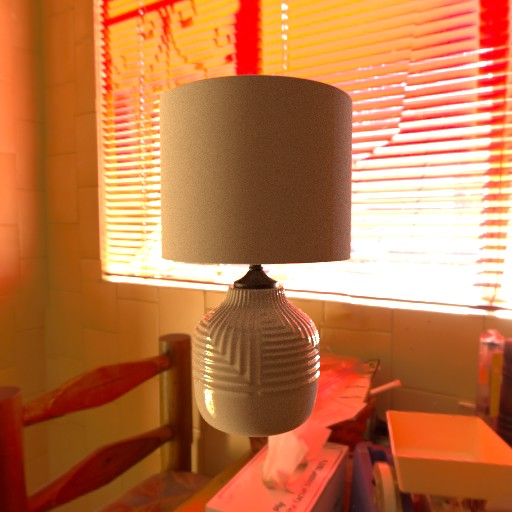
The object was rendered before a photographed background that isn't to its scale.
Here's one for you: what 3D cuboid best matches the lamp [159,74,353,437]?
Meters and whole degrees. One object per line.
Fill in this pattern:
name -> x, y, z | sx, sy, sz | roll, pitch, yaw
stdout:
lamp -> 0.000, 0.000, 0.758 | 0.318, 0.567, 0.318 | 0, 3, 0
